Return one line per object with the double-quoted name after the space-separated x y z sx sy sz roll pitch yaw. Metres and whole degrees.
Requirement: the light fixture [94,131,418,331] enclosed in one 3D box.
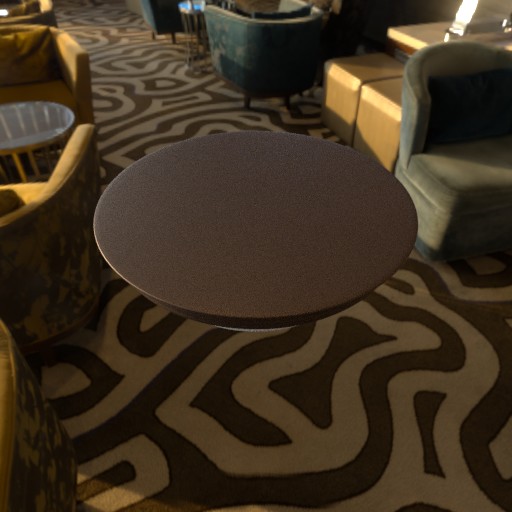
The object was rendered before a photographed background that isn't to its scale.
0.000 0.000 0.439 0.280 0.135 0.280 0 41 0 "light fixture"
